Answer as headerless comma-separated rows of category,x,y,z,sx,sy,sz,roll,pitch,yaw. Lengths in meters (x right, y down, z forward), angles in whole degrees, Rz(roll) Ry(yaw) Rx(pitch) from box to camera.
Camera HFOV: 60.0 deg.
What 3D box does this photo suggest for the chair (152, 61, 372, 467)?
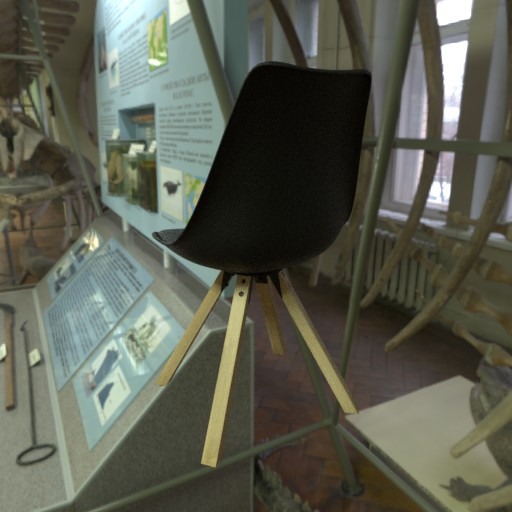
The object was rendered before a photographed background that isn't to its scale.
chair,0.000,0.000,1.144,0.485,0.850,0.549,-8,17,-27
